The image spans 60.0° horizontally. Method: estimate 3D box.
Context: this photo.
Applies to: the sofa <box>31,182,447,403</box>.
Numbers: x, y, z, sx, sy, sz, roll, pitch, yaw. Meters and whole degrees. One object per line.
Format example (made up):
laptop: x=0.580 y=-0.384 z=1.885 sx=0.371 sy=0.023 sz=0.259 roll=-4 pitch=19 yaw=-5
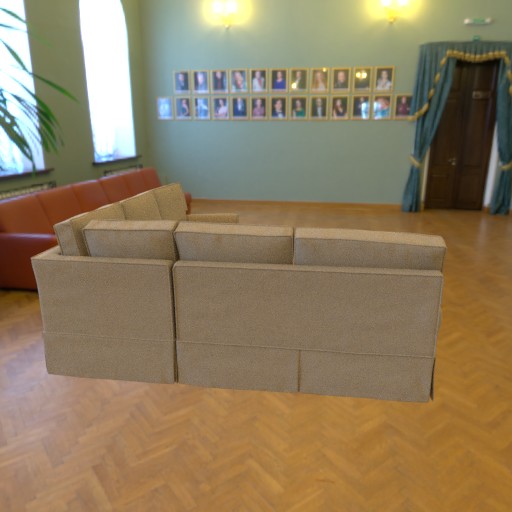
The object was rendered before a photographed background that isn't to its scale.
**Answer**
sofa: x=0.000 y=0.000 z=4.175 sx=2.730 sy=1.124 sz=2.733 roll=2 pitch=16 yaw=7
